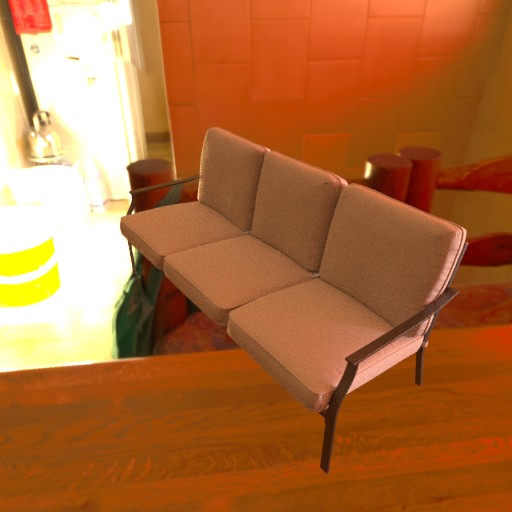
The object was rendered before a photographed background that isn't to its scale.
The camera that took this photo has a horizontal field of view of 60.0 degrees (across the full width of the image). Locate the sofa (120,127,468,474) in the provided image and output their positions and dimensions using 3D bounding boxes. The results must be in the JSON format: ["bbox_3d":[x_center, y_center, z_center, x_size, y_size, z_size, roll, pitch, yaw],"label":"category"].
[{"bbox_3d":[0.000,0.000,2.226,0.787,0.860,1.740,-22,39,-31],"label":"sofa"}]
